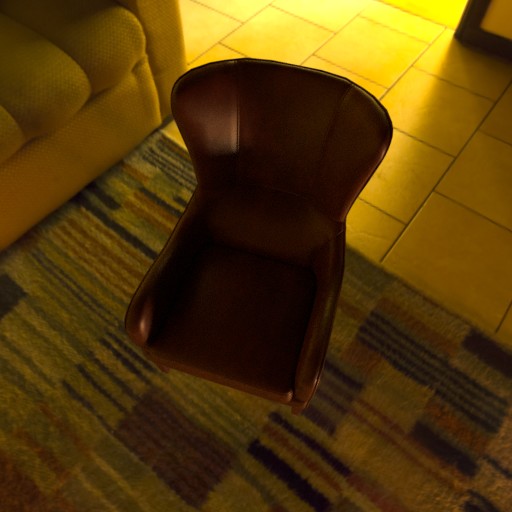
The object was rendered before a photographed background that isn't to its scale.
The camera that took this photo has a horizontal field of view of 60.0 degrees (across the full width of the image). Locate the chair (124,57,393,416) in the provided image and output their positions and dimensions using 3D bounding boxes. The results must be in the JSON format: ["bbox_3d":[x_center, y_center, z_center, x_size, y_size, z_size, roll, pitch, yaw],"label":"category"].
[{"bbox_3d":[0.000,0.000,1.658,0.692,1.048,0.914,15,60,9],"label":"chair"}]
